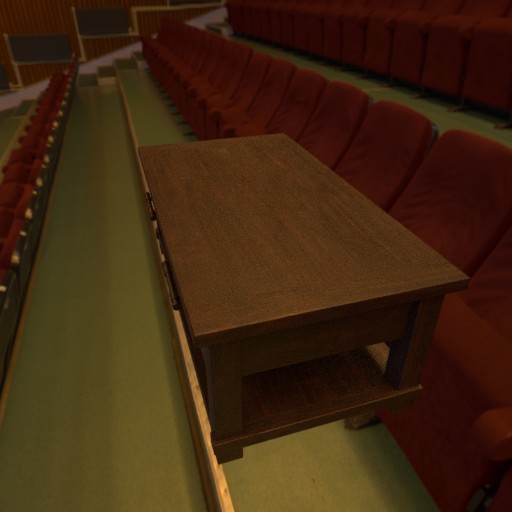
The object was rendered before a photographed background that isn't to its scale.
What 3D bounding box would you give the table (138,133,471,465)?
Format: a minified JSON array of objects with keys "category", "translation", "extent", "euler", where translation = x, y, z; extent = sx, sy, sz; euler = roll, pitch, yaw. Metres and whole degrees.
[{"category":"table","translation":[0.000,0.000,1.623],"extent":[0.700,0.494,1.270],"euler":[-10,33,-15]}]
